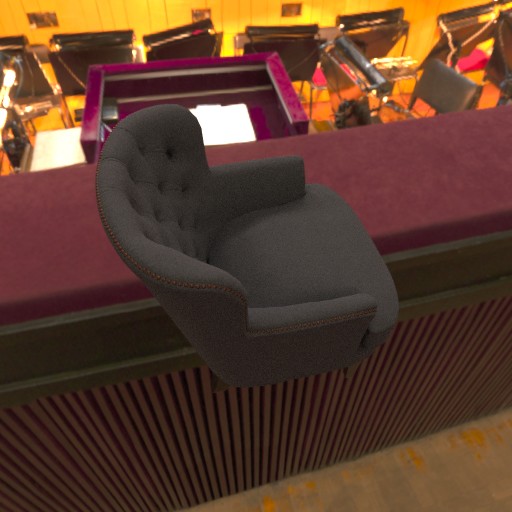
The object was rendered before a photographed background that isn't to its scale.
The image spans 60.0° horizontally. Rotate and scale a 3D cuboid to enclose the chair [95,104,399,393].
[{"bbox_3d":[0.000,0.000,1.582,0.906,0.868,0.848,-10,48,-9],"label":"chair"}]
